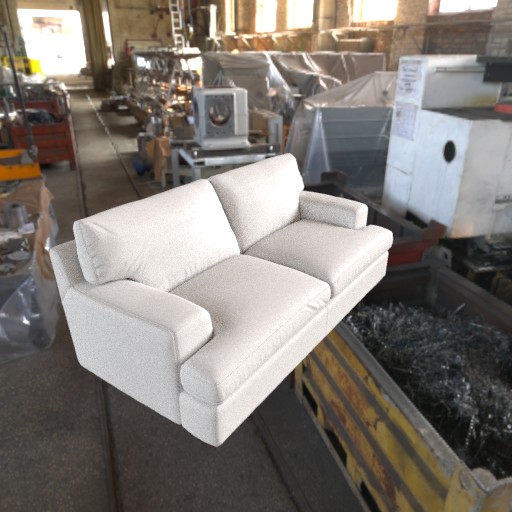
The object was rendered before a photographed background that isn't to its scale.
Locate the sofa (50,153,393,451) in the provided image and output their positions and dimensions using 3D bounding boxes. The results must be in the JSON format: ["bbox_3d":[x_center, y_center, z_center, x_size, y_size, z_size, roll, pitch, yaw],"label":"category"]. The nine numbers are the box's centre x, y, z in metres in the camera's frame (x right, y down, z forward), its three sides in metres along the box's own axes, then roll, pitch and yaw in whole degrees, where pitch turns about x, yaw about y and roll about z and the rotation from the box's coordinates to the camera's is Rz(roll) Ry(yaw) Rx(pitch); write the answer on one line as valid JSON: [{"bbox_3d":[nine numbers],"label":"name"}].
[{"bbox_3d":[0.000,0.000,2.940,1.143,0.940,2.261,17,29,32],"label":"sofa"}]
